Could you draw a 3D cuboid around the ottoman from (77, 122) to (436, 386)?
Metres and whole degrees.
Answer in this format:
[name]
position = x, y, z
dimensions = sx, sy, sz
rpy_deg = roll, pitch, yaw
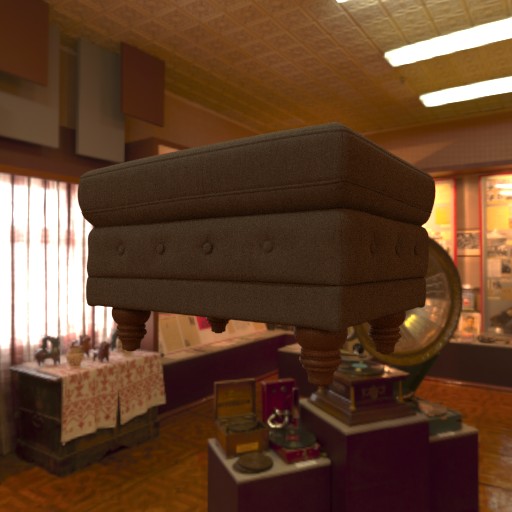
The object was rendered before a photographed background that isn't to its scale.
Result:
[ottoman]
position = 0.000, 0.000, 1.159
dimensions = 0.771, 0.500, 0.569
rpy_deg = 0, -1, 36
